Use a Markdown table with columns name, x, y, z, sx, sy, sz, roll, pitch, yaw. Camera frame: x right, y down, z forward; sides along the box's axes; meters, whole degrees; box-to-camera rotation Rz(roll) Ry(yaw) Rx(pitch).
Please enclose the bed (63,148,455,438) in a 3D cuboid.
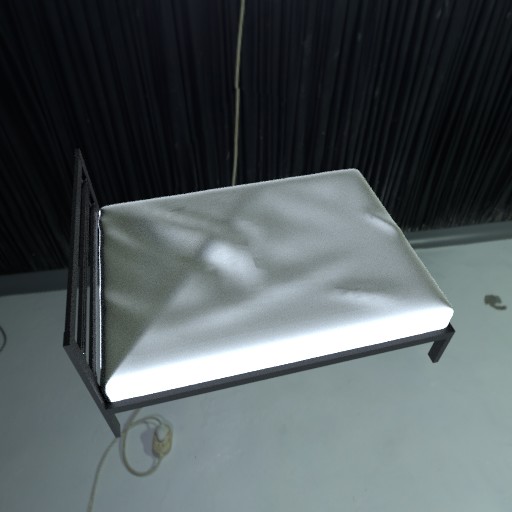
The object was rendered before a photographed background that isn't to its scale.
| name | x | y | z | sx | sy | sz | roll | pitch | yaw |
| --- | --- | --- | --- | --- | --- | --- | --- | --- | --- |
| bed | 0.000 | 0.000 | 2.874 | 2.062 | 0.967 | 1.524 | -10 | 47 | -10 |
